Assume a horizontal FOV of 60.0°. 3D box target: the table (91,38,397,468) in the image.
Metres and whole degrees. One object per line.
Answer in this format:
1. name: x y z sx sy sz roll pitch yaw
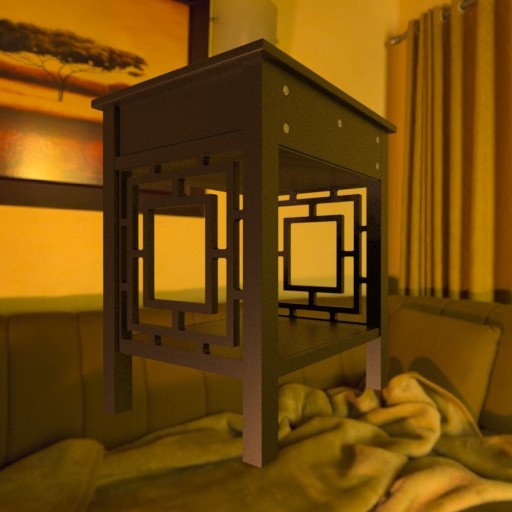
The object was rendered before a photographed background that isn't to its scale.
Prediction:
1. table: 0.000 0.000 1.012 0.451 0.646 0.564 0 0 37
